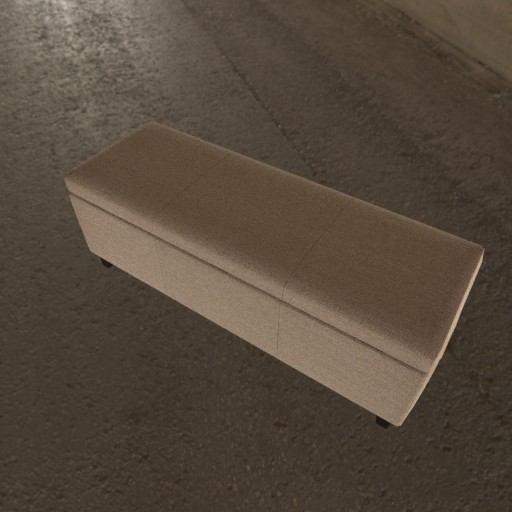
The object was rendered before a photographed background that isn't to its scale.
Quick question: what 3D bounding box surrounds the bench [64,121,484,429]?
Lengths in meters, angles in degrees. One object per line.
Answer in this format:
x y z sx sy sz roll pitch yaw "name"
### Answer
0.000 0.000 1.486 1.269 0.438 0.446 26 51 22 "bench"
